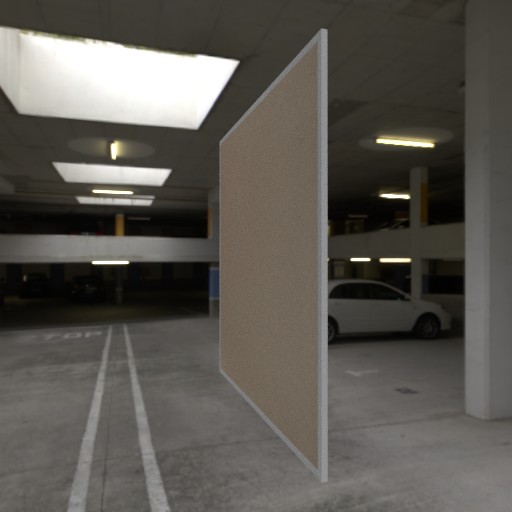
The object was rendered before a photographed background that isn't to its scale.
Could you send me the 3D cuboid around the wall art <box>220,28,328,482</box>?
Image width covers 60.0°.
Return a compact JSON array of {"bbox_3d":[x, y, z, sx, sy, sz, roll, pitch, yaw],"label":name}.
[{"bbox_3d":[0.000,0.000,0.663,0.007,0.456,0.456,0,0,-18],"label":"wall art"}]
